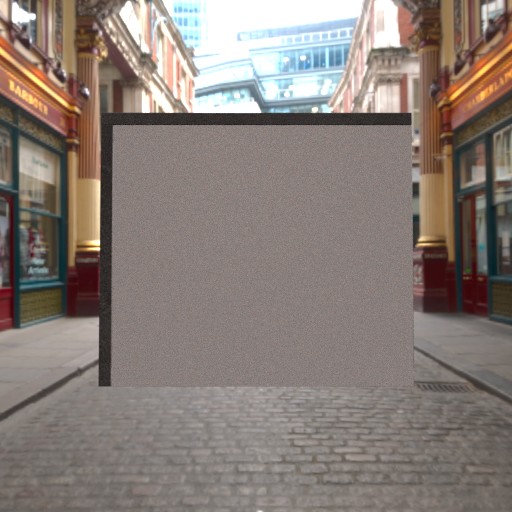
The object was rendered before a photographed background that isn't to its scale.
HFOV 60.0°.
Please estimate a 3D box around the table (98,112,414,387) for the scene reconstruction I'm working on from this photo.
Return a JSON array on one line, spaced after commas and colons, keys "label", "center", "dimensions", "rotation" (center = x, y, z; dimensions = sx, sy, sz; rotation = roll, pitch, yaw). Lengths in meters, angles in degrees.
[{"label": "table", "center": [0.000, 0.000, 0.915], "dimensions": [0.400, 0.350, 0.700], "rotation": [0, -2, 0]}]
